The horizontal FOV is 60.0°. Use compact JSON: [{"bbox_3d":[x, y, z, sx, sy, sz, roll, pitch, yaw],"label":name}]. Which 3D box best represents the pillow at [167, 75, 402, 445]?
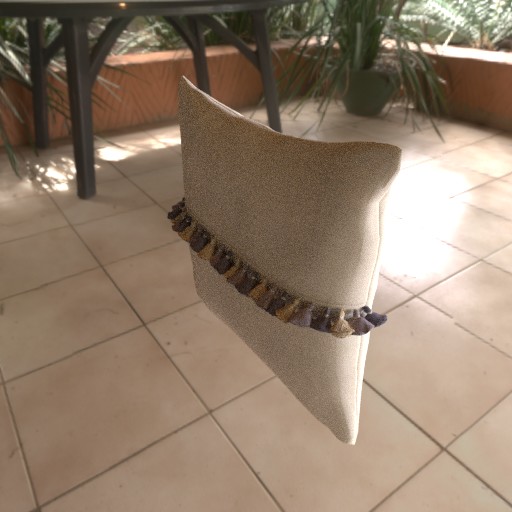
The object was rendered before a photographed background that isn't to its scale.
[{"bbox_3d":[0.000,0.000,0.722,0.165,0.481,0.489,-22,39,-30],"label":"pillow"}]
